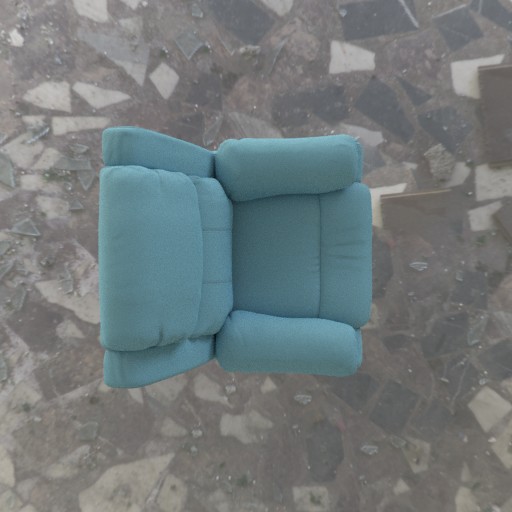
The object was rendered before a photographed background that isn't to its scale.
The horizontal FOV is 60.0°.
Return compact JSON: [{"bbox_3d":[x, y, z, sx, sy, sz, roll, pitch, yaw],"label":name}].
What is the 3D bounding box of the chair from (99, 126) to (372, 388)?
[{"bbox_3d":[0.000,0.000,1.270,0.709,0.702,0.680,0,91,0],"label":"chair"}]
